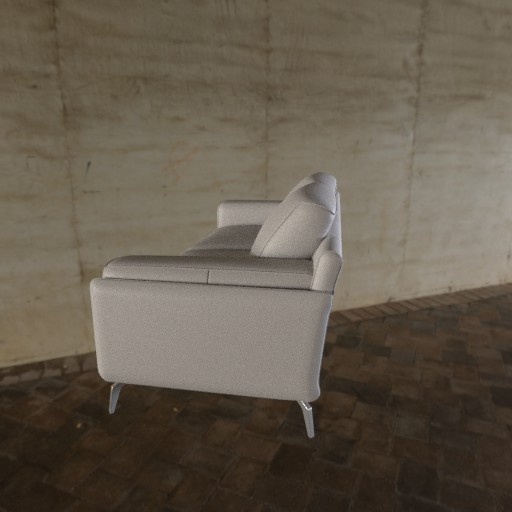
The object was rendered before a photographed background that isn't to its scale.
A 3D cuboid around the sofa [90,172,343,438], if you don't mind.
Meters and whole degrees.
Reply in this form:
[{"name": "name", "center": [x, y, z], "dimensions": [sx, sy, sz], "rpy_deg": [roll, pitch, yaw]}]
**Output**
[{"name": "sofa", "center": [0.000, 0.000, 2.643], "dimensions": [1.049, 0.930, 2.101], "rpy_deg": [3, 15, 10]}]
